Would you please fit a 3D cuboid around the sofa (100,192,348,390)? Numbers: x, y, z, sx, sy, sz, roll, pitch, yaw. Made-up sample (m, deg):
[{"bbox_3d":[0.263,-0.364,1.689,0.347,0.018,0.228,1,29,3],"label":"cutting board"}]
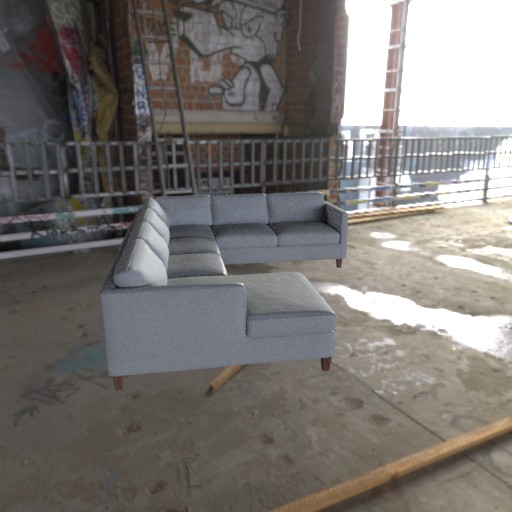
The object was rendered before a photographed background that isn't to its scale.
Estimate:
[{"bbox_3d":[0.000,0.000,4.513,2.551,0.853,3.238,-3,17,-9],"label":"sofa"}]
